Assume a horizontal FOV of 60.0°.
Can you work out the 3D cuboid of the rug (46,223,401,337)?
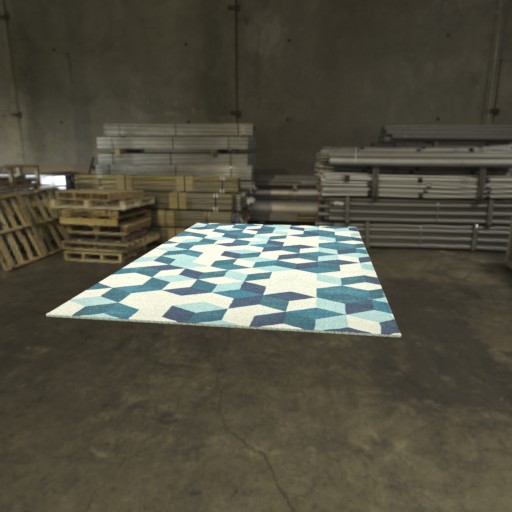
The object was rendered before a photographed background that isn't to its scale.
[{"bbox_3d":[0.000,0.000,3.019,1.518,0.015,2.438,2,14,8],"label":"rug"}]
